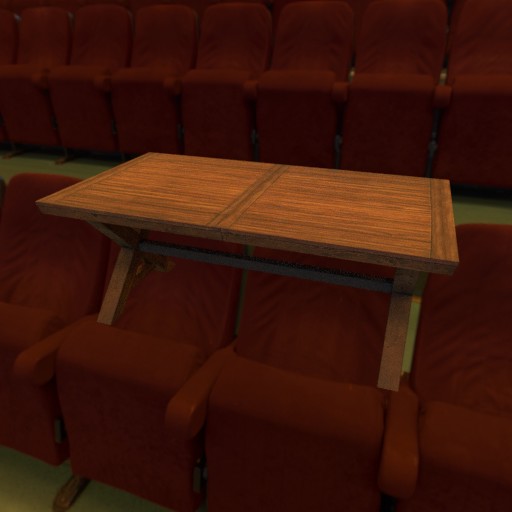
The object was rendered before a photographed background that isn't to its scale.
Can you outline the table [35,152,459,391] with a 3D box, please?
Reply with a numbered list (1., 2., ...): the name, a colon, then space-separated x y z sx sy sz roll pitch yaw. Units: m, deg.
1. table: 0.000 0.000 2.556 1.966 0.793 1.071 9 28 17
